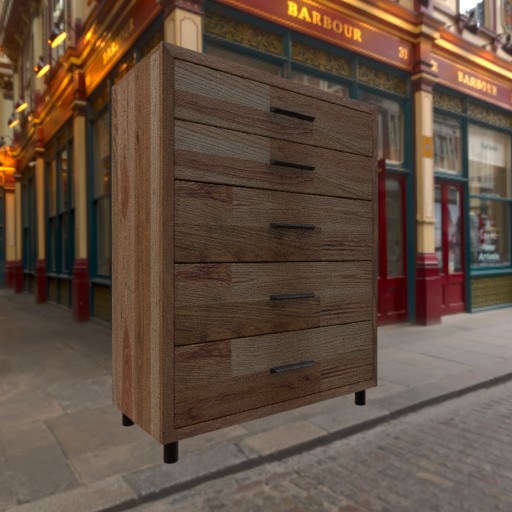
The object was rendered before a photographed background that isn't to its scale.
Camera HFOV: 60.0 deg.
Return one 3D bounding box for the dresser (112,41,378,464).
[{"bbox_3d":[0.000,0.000,1.726,0.966,1.243,0.480,0,0,-36],"label":"dresser"}]
